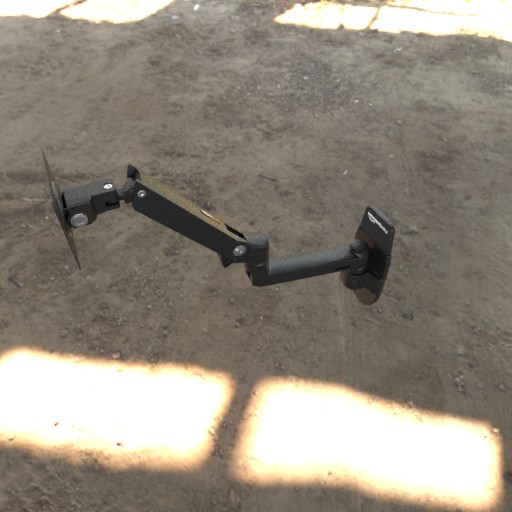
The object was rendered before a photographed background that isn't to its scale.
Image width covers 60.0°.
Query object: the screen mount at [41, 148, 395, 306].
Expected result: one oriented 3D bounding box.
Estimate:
[{"bbox_3d":[0.000,0.000,0.713,0.495,0.466,0.115,-18,49,-16],"label":"screen mount"}]
